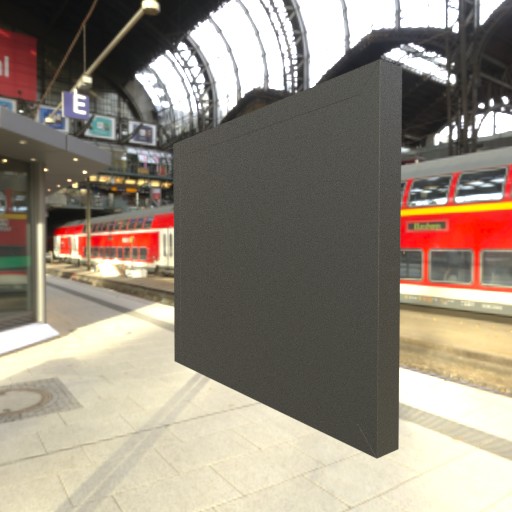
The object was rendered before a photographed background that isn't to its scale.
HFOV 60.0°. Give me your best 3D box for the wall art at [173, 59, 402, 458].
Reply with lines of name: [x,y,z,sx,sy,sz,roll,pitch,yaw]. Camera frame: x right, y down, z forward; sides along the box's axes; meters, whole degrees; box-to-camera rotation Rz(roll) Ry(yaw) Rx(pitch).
wall art: [0.000,0.000,0.527,0.029,0.330,0.381,-1,2,-36]
